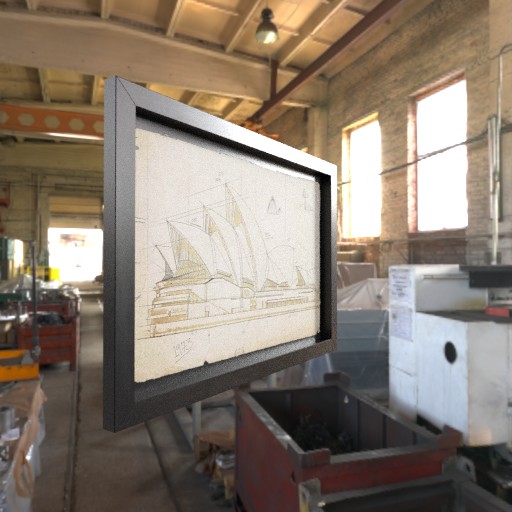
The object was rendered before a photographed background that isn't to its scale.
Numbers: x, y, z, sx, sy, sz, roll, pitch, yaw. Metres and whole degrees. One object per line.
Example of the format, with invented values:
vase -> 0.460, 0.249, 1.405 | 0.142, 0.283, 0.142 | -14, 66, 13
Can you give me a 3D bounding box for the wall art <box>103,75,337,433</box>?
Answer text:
wall art -> 0.000, 0.000, 0.842 | 0.027, 0.458, 0.657 | -1, -1, 35
